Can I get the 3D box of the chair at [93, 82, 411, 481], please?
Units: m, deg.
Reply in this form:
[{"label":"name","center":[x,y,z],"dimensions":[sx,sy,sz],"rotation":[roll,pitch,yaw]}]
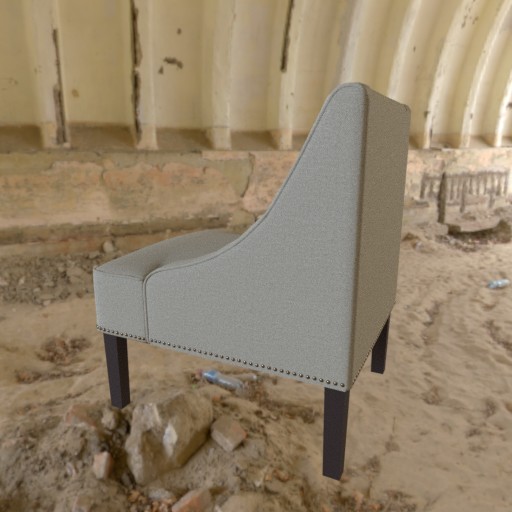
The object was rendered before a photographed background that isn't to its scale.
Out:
[{"label":"chair","center":[0.000,0.000,1.304],"dimensions":[0.737,0.864,0.610],"rotation":[7,16,25]}]
